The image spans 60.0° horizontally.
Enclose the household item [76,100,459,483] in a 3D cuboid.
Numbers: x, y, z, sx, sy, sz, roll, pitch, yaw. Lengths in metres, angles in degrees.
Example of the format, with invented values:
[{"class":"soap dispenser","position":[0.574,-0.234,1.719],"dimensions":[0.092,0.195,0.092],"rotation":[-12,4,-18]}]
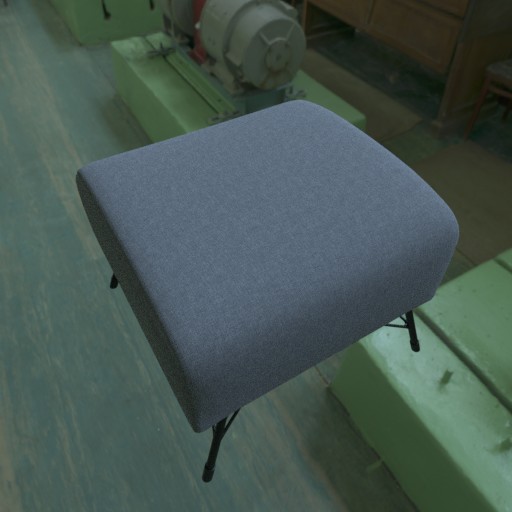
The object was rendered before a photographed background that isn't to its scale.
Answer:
[{"class":"household item","position":[0.000,0.000,0.882],"dimensions":[0.530,0.410,0.530],"rotation":[-24,52,-20]}]
